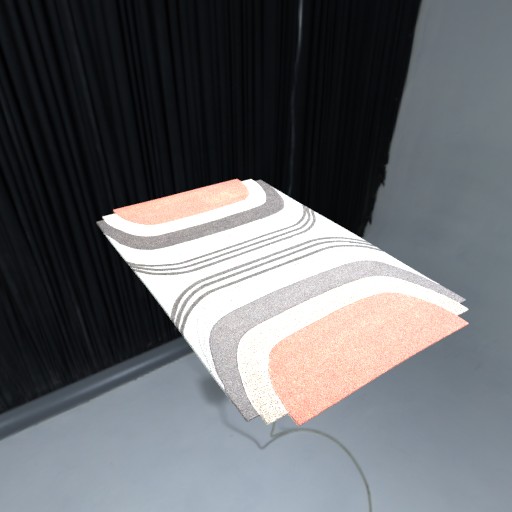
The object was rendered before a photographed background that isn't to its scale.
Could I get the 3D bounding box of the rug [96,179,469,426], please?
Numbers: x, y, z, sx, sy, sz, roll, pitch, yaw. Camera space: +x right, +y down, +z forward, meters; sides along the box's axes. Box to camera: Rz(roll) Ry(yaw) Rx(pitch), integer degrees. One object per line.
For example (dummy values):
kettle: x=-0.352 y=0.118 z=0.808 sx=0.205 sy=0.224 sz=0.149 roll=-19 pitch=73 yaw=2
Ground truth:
rug: x=0.000 y=0.000 z=3.008 sx=1.530 sy=0.017 sz=2.446 roll=-19 pitch=37 yaw=-28
